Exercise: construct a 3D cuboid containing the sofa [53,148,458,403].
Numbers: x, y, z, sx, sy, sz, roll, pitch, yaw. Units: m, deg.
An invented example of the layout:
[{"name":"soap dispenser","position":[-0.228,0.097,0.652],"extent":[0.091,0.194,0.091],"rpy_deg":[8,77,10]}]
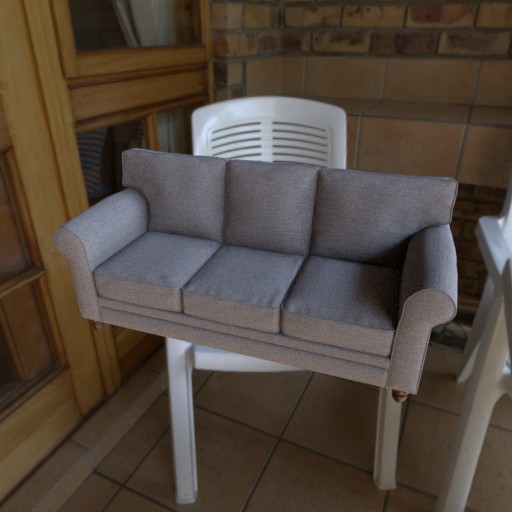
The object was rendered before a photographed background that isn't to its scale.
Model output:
[{"name":"sofa","position":[0.000,0.000,2.554],"extent":[2.084,0.961,0.916],"rpy_deg":[9,29,17]}]
